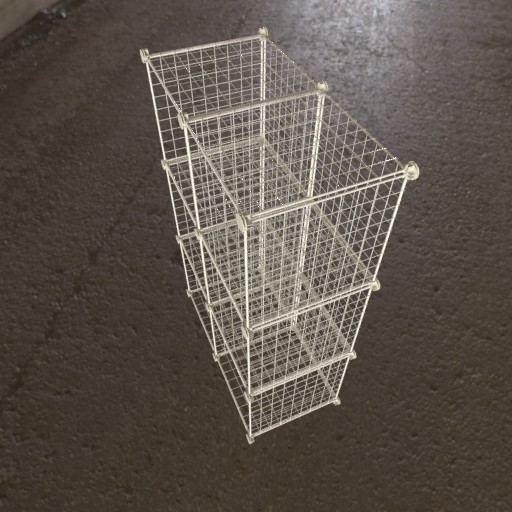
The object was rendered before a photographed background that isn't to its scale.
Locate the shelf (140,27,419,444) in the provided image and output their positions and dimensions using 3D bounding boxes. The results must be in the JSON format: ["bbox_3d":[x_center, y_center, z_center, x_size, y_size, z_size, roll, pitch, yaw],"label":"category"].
[{"bbox_3d":[0.000,0.000,1.386,0.356,1.067,0.711,-18,51,-15],"label":"shelf"}]
